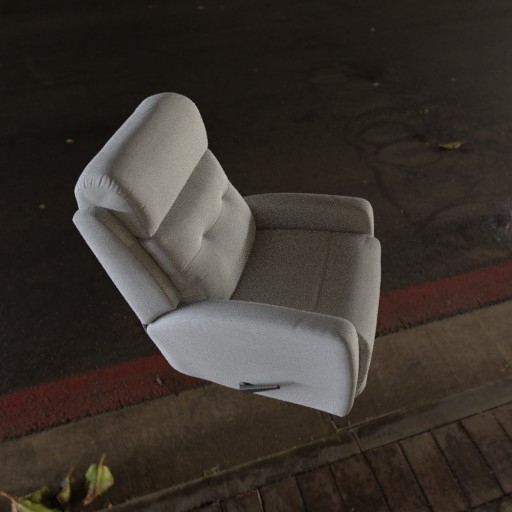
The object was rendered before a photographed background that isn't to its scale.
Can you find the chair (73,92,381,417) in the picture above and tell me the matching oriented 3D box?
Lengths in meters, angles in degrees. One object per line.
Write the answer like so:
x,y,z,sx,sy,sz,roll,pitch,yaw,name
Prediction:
0.000,0.000,1.741,1.043,1.013,0.798,11,48,10,chair
